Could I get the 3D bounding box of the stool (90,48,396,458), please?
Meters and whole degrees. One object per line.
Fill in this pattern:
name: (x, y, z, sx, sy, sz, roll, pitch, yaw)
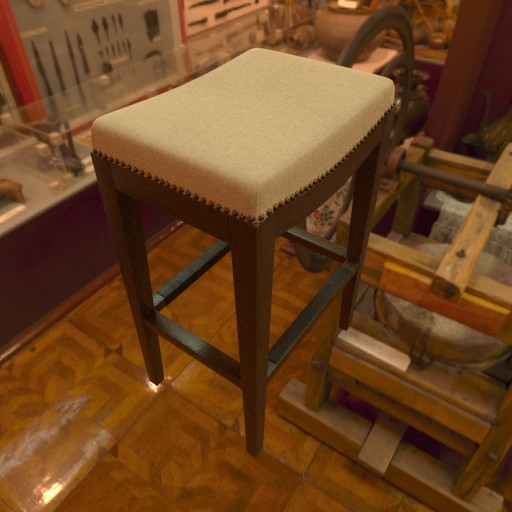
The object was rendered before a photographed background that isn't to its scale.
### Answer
stool: (0.000, 0.000, 1.031, 0.358, 0.759, 0.498, 26, 48, 26)
